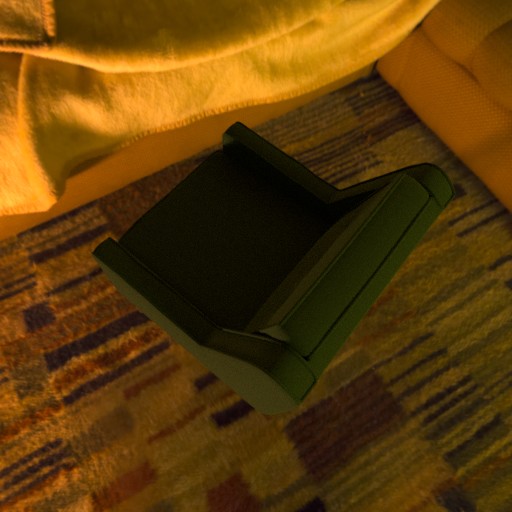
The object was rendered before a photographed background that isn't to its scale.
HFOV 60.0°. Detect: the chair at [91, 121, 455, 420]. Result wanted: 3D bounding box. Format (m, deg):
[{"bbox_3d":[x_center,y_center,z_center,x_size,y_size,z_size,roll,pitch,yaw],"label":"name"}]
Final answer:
[{"bbox_3d":[0.000,0.000,1.354,0.743,0.792,0.663,36,69,17],"label":"chair"}]
